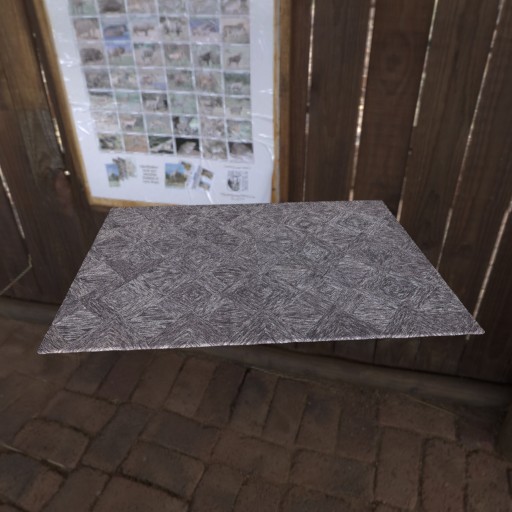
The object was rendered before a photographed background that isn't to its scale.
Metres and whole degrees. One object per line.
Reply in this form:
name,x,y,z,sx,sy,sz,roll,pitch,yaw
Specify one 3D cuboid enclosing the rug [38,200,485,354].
rug,0.000,0.000,4.198,3.204,0.017,2.448,-2,31,-3
